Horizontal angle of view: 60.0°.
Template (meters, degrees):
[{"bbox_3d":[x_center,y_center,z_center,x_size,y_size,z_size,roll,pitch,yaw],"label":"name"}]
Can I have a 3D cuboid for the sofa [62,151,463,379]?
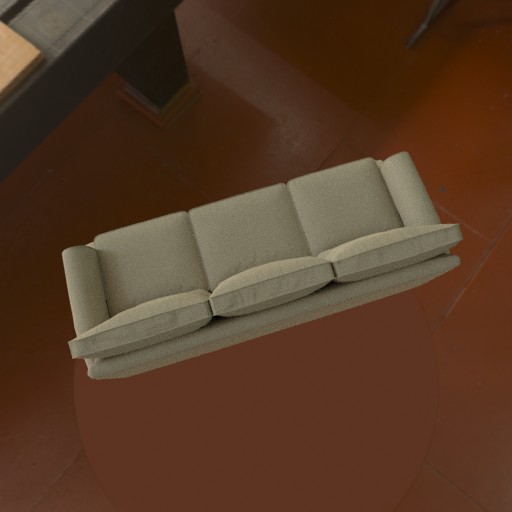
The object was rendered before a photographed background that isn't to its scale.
[{"bbox_3d":[0.000,0.000,2.879,2.354,0.948,0.966,-17,77,-4],"label":"sofa"}]
